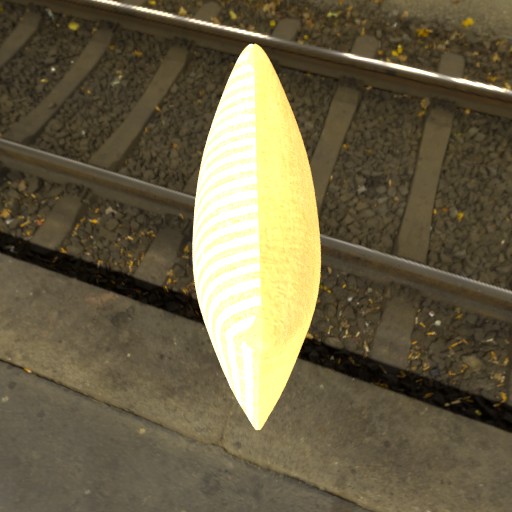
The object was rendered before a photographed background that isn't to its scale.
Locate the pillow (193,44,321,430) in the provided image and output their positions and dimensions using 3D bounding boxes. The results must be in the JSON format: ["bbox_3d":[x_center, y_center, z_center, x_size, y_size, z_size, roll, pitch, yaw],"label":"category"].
[{"bbox_3d":[0.000,0.000,0.647,0.173,0.407,0.419,-1,60,-1],"label":"pillow"}]
